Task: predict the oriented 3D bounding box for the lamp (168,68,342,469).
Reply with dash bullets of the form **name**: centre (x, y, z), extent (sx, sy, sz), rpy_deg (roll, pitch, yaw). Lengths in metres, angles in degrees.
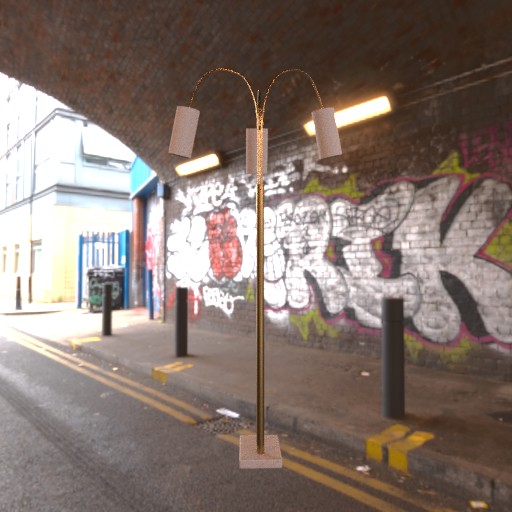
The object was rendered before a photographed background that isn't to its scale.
- **lamp**: centre (0.000, 0.000, 2.484), extent (1.020, 2.055, 0.667), rpy_deg (0, -2, -2)
